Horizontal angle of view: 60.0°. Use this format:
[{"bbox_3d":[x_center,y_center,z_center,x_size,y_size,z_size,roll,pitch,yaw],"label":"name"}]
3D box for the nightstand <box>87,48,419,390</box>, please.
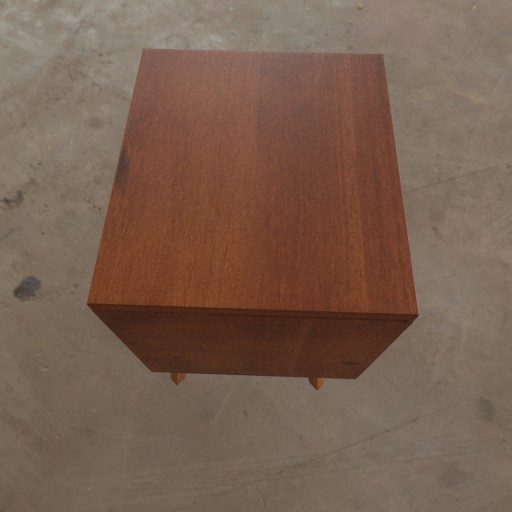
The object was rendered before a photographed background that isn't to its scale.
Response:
[{"bbox_3d":[0.000,0.000,0.916,0.411,0.618,0.460,2,63,1],"label":"nightstand"}]
